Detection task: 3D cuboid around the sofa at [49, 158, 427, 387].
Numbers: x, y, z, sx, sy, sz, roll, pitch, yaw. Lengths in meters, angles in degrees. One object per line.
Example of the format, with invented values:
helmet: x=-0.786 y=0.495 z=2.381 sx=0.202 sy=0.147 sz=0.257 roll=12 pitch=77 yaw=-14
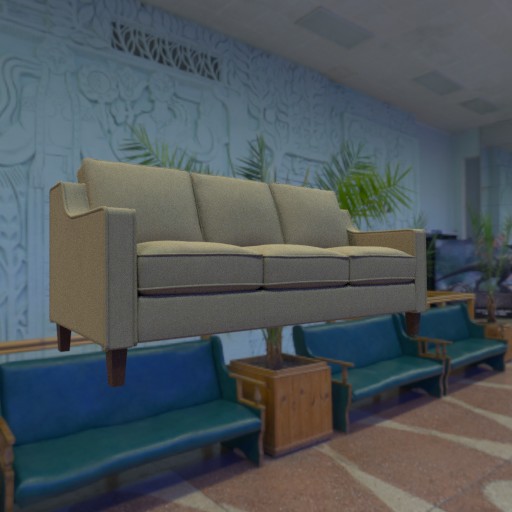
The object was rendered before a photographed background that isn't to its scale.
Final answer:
sofa: x=0.000 y=0.000 z=2.506 sx=1.986 sy=0.974 sz=0.911 roll=0 pitch=-1 yaw=-37
